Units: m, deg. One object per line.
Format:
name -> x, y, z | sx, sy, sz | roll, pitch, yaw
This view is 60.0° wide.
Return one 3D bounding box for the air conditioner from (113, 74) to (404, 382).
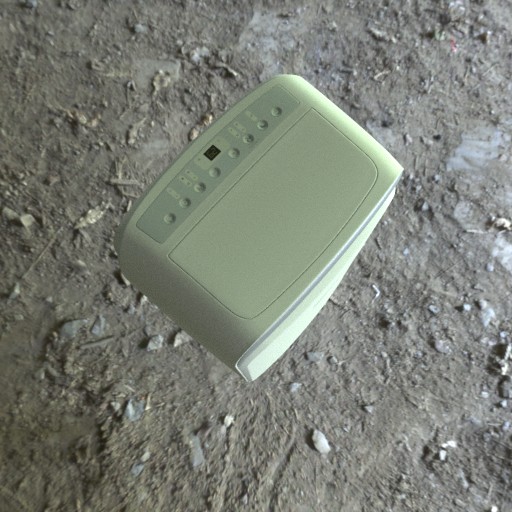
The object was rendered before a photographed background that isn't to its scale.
air conditioner -> 0.000, 0.000, 0.960 | 0.365, 0.700, 0.454 | 40, 78, 10
